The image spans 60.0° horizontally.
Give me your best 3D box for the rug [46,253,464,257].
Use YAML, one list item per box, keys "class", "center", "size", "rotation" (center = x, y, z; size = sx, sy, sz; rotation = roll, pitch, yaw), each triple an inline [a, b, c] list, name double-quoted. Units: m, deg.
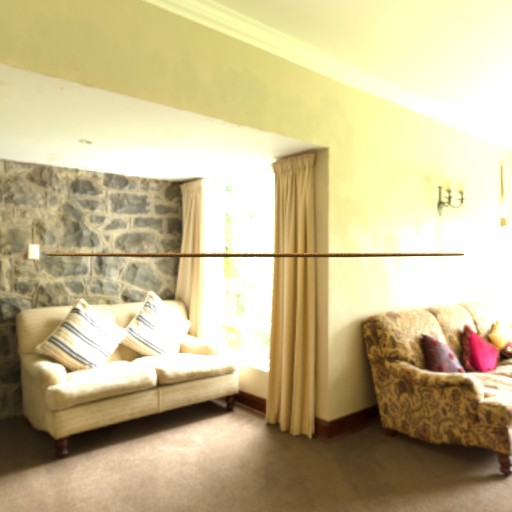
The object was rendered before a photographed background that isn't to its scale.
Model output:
- class: "rug"
  center: [0.000, 0.000, 4.098]
  size: [2.441, 0.016, 3.050]
  rotation: [0, 0, 0]
